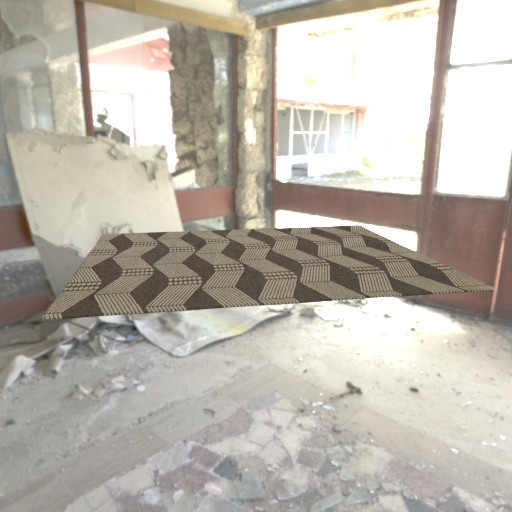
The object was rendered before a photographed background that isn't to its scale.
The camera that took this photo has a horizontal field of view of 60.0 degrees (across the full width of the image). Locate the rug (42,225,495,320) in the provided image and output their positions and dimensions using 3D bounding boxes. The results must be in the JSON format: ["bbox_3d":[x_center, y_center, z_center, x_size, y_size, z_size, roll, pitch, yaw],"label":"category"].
[{"bbox_3d":[0.000,0.000,4.055,3.048,0.016,2.438,-3,15,-10],"label":"rug"}]
